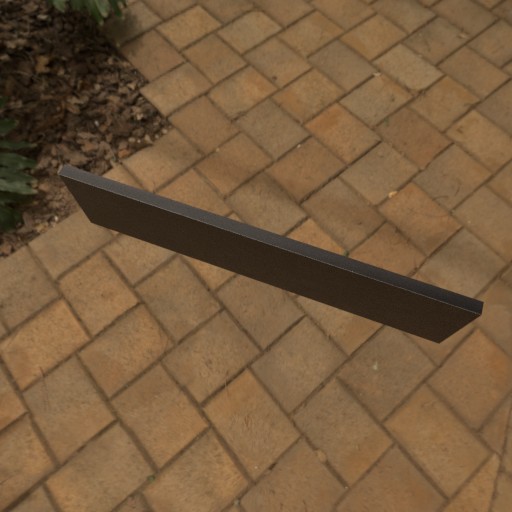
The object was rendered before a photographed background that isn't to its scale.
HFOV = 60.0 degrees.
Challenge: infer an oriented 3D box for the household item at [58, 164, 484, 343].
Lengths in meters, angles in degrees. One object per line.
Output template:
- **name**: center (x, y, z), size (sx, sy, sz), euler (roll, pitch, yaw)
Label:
- **household item**: center (0.000, 0.000, 1.098), size (1.001, 0.236, 0.030), euler (19, 66, 9)
